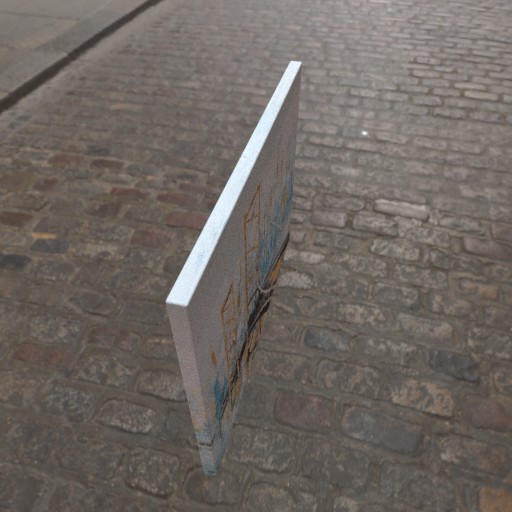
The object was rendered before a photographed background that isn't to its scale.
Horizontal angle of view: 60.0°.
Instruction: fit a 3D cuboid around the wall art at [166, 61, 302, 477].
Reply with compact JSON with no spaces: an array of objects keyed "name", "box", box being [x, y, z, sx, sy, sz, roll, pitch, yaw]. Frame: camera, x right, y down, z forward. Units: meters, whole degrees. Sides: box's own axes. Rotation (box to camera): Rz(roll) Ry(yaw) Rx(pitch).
[{"name":"wall art","box":[0.000,0.000,1.321,0.038,0.762,1.016,10,46,10]}]
